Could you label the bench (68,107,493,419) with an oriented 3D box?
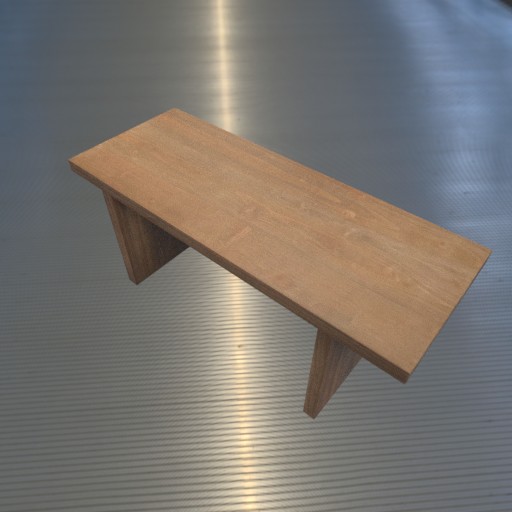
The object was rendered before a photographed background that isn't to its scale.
[{"bbox_3d":[0.000,0.000,1.431,1.183,0.458,0.458,31,53,27],"label":"bench"}]
